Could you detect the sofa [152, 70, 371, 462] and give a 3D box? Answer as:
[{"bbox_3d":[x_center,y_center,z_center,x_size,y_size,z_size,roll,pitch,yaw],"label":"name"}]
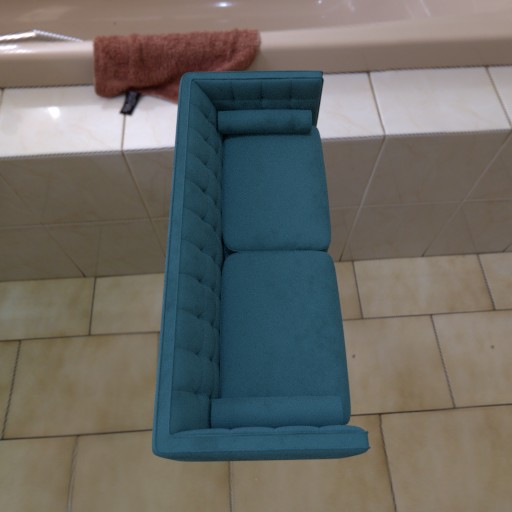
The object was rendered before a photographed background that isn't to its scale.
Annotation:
[{"bbox_3d":[0.000,0.000,2.486,0.867,0.789,2.087,-1,63,-1],"label":"sofa"}]
